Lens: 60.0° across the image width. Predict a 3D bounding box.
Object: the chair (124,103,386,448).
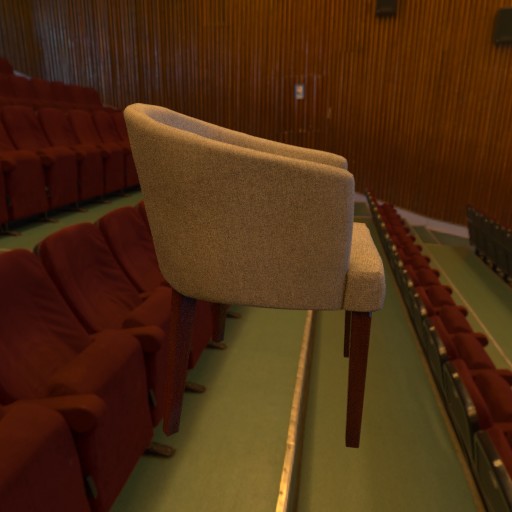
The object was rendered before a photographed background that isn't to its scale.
[{"bbox_3d":[0.000,0.000,1.244,0.655,0.811,0.583,3,16,9],"label":"chair"}]
